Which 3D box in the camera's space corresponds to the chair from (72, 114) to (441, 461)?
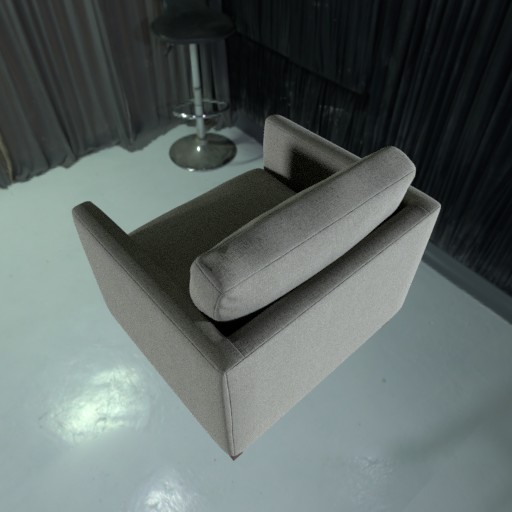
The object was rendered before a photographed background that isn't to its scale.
[{"bbox_3d":[0.000,0.000,1.862,1.107,0.963,0.959,-33,55,-27],"label":"chair"}]
